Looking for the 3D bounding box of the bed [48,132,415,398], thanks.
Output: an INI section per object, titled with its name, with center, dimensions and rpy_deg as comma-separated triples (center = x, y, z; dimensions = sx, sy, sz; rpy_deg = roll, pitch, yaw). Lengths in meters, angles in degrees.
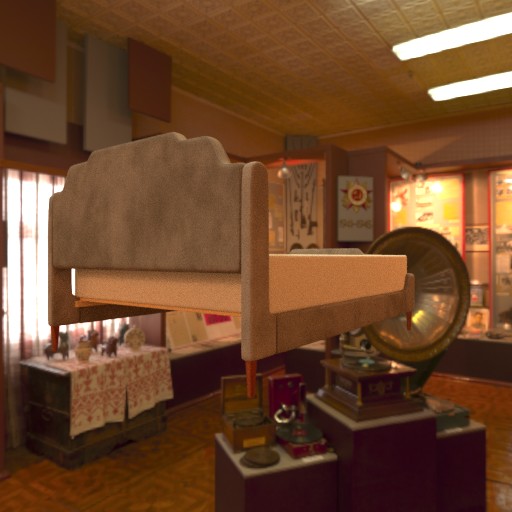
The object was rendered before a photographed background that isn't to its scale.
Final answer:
[bed]
center = 0.000, 0.000, 3.341
dimensions = 1.676, 1.245, 2.340
rpy_deg = 0, 0, 37
